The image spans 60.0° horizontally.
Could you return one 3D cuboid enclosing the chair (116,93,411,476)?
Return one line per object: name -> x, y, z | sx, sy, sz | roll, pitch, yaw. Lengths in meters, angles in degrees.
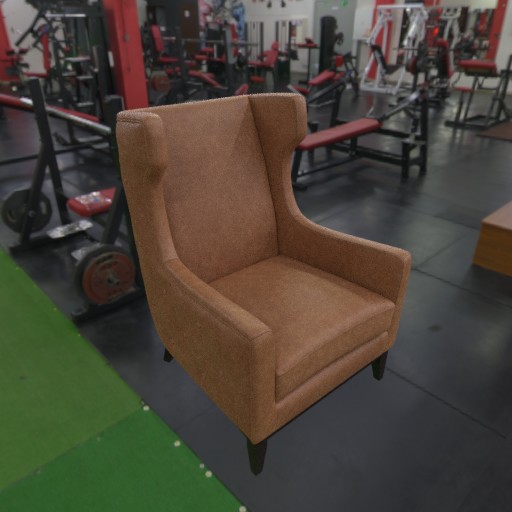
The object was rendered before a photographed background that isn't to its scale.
chair -> 0.000, 0.000, 1.684 | 0.766, 1.079, 0.899 | -22, 35, -35
